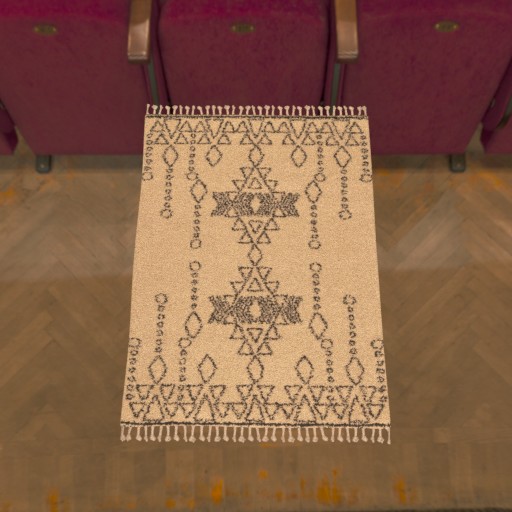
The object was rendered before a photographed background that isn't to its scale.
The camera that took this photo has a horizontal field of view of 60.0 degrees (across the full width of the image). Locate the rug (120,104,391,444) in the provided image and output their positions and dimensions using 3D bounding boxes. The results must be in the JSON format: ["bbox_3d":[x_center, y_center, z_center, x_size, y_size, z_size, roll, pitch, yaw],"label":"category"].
[{"bbox_3d":[0.000,0.000,3.851,2.125,0.028,3.027,0,74,0],"label":"rug"}]
